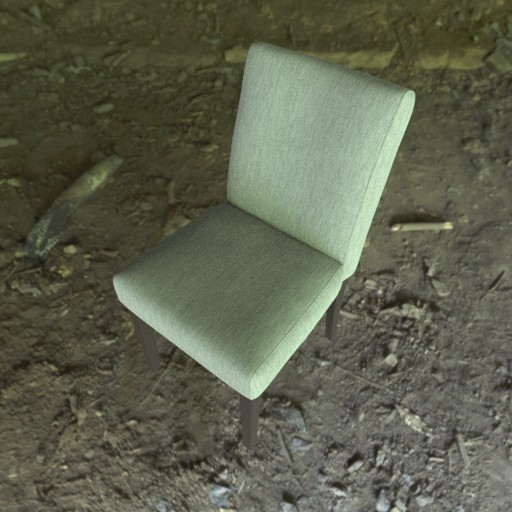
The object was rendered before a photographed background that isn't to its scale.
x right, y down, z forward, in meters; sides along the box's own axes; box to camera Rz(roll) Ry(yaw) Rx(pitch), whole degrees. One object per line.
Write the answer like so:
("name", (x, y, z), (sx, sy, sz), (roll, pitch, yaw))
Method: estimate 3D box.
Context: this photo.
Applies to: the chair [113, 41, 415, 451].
("chair", (0.000, 0.000, 1.225), (0.487, 0.884, 0.629), (30, 54, 25))
